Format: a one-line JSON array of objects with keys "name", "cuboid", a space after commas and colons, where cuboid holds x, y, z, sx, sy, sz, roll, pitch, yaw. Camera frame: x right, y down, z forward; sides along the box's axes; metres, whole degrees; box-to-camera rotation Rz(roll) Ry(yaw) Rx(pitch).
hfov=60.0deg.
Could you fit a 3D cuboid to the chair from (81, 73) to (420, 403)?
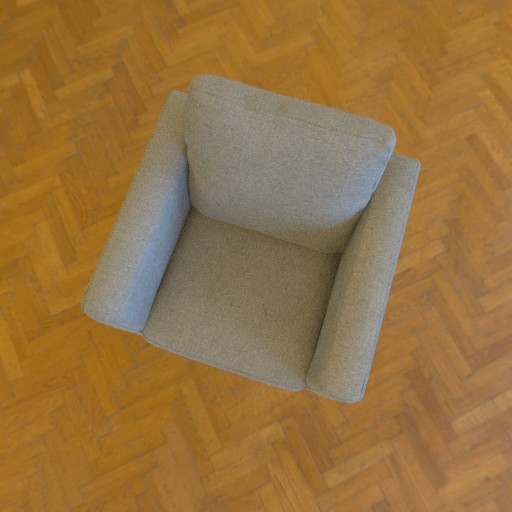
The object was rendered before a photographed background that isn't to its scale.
[{"name": "chair", "cuboid": [0.000, 0.000, 1.550, 0.855, 0.927, 0.800, 17, 76, 5]}]
